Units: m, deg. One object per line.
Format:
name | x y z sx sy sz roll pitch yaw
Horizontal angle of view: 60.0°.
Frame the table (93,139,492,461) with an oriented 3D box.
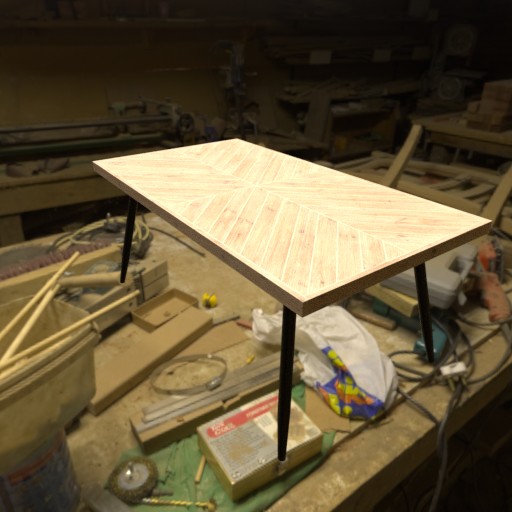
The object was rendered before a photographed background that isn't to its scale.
table | 0.000 0.000 2.309 0.991 0.762 1.803 -18 32 -32
